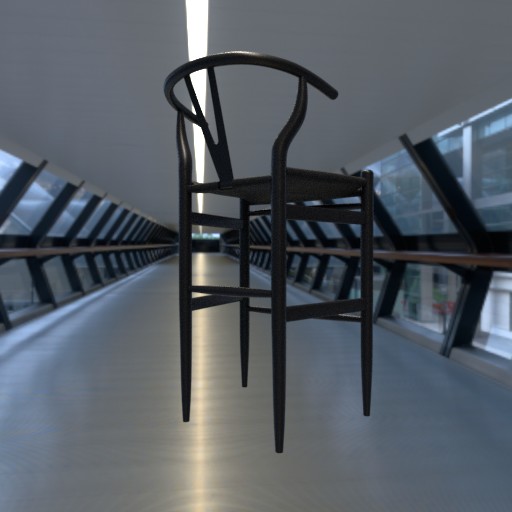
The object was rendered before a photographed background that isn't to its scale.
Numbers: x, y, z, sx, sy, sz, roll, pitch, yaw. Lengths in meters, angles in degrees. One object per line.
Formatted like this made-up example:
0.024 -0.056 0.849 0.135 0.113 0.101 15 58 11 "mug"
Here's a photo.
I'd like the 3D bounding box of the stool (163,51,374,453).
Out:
0.000 0.000 1.431 0.569 1.072 0.579 0 1 37 "stool"
